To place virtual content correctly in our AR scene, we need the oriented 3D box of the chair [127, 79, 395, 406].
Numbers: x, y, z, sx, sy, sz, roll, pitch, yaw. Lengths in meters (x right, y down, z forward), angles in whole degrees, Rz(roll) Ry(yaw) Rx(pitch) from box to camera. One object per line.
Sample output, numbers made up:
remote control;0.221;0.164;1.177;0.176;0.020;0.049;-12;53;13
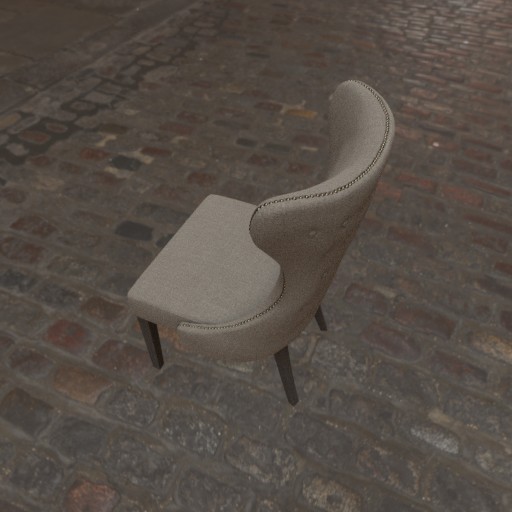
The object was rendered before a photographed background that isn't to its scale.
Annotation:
chair;0.000;0.000;1.386;0.635;0.967;0.628;18;49;16
